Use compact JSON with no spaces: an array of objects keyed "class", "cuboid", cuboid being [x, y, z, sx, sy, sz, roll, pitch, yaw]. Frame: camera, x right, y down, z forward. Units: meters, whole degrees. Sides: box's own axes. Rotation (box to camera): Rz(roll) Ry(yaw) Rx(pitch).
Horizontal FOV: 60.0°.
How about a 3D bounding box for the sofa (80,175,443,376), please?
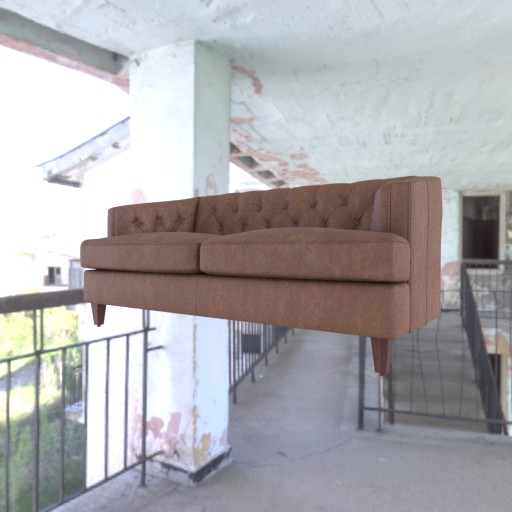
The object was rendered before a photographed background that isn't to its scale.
[{"class":"sofa","cuboid":[0.000,0.000,2.276,1.755,0.786,0.914,1,1,36]}]
